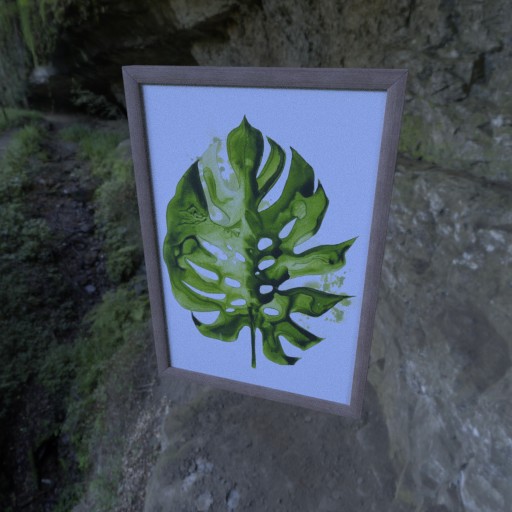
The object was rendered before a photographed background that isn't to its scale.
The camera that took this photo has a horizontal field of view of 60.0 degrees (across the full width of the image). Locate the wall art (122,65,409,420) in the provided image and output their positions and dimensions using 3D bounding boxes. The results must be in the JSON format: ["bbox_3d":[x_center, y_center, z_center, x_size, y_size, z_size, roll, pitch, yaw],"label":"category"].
[{"bbox_3d":[0.000,0.000,0.650,0.356,0.509,0.031,8,27,16],"label":"wall art"}]
